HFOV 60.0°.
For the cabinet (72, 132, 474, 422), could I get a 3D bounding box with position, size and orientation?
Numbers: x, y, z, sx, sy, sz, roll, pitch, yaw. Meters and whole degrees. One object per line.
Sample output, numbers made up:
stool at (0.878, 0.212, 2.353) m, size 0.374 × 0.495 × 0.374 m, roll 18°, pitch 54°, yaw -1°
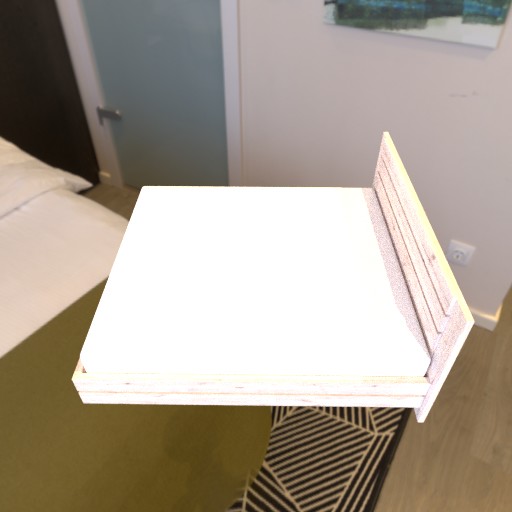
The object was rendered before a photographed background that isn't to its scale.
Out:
cabinet at (0.000, 0.000, 3.132) m, size 2.080 × 0.970 × 1.950 m, roll 1°, pitch 42°, yaw 1°
